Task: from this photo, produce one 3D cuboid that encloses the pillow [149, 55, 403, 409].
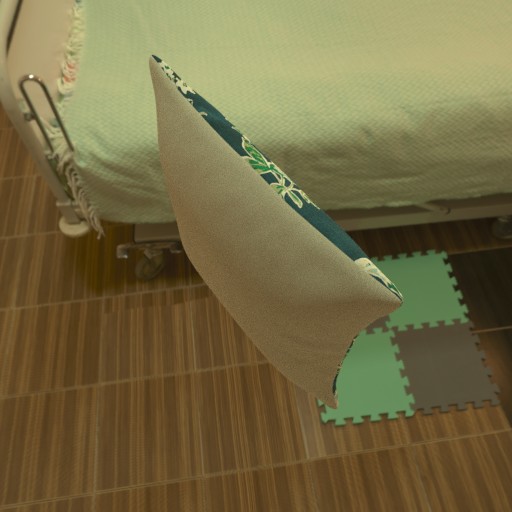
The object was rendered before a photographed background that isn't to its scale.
[{"bbox_3d":[0.000,0.000,0.786,0.166,0.508,0.525,-33,64,-18],"label":"pillow"}]
